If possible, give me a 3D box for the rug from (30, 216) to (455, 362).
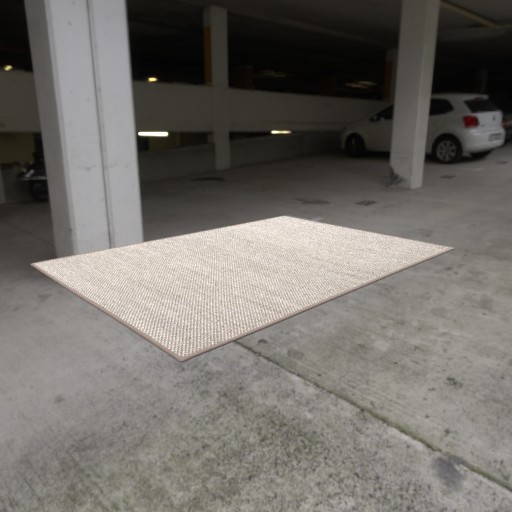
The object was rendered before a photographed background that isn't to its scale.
[{"bbox_3d":[0.000,0.000,2.686,2.115,0.013,1.517,-15,22,-41],"label":"rug"}]
